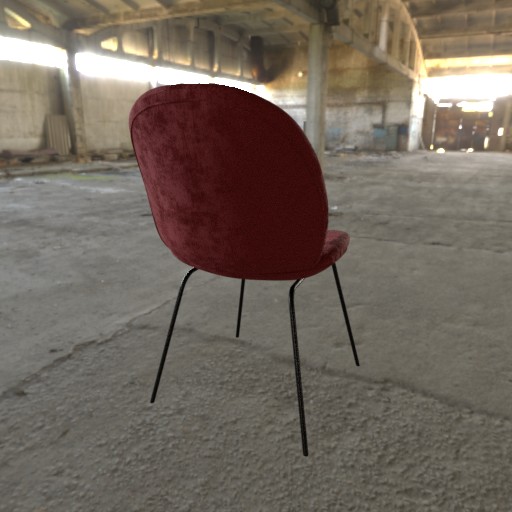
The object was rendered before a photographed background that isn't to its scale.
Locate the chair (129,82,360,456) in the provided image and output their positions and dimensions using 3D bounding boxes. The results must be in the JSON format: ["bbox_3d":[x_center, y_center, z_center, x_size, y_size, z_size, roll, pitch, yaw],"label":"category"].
[{"bbox_3d":[0.000,0.000,1.150,0.458,0.791,0.587,8,18,26],"label":"chair"}]
